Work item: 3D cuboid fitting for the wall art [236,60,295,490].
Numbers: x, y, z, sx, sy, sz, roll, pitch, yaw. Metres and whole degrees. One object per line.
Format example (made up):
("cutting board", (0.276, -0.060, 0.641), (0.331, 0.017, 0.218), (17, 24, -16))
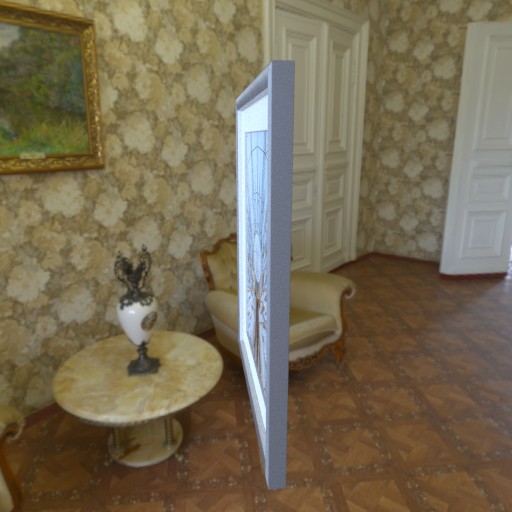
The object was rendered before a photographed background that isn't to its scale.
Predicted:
("wall art", (0.000, 0.000, 0.771), (0.029, 0.558, 0.458), (-2, 15, -7))
